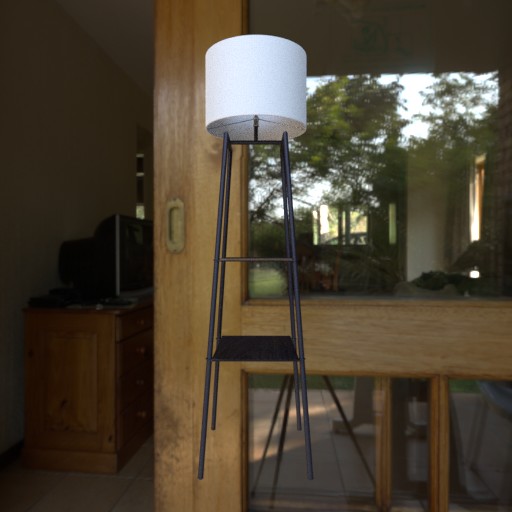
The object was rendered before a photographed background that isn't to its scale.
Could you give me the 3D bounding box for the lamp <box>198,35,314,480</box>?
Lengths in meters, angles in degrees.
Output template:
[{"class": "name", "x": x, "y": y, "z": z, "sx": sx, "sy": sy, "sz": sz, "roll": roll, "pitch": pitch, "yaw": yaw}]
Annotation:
[{"class": "lamp", "x": 0.000, "y": 0.000, "z": 1.665, "sx": 0.384, "sy": 1.474, "sz": 0.427, "roll": 0, "pitch": 0, "yaw": 0}]
